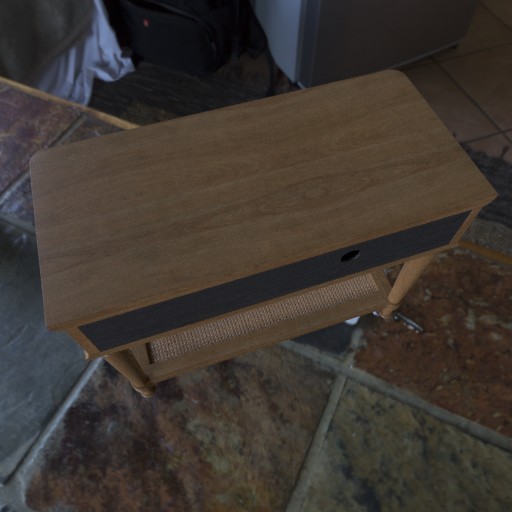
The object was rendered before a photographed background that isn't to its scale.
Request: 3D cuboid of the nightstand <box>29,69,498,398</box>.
[{"bbox_3d":[0.000,0.000,1.248,0.914,0.700,0.432,-16,61,-9],"label":"nightstand"}]
